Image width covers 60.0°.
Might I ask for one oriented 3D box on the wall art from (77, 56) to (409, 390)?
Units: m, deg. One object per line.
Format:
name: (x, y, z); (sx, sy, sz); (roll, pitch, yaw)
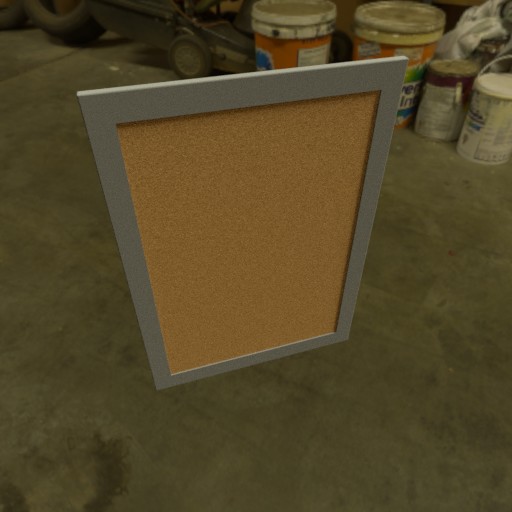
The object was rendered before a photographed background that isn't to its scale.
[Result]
wall art: (0.000, 0.000, 0.657); (0.374, 0.529, 0.012); (-12, 43, -13)
